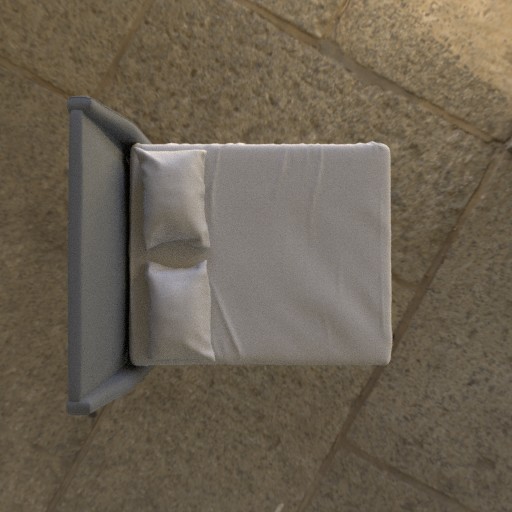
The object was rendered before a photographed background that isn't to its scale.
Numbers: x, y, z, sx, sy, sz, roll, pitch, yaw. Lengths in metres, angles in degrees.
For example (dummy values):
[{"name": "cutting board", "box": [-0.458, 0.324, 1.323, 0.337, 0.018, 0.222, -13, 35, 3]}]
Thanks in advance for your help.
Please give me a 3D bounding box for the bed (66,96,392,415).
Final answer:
[{"name": "bed", "box": [0.000, 0.000, 3.280, 2.276, 1.332, 1.925, 0, 89, 0]}]
